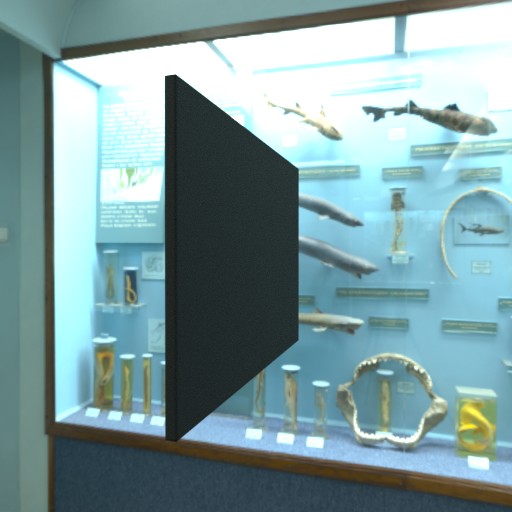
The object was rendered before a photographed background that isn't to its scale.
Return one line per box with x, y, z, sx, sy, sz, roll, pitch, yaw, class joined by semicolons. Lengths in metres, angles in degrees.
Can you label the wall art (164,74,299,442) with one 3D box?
0.000;0.000;1.247;0.026;0.656;0.958;0;1;19;wall art
